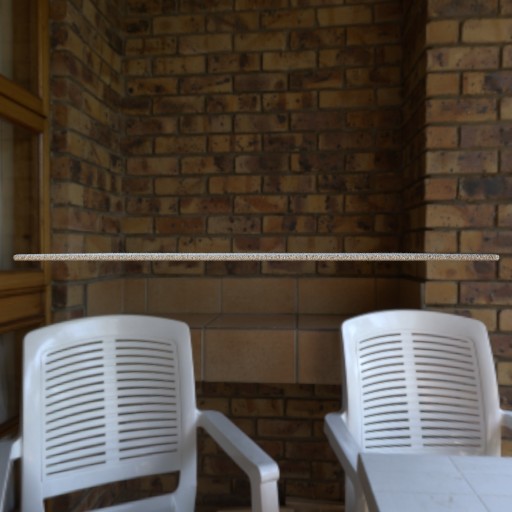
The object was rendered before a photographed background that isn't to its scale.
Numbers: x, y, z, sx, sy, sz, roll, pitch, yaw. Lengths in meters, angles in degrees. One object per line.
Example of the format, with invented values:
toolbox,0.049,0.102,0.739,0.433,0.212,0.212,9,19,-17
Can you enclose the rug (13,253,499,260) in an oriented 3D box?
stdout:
rug,0.000,0.000,2.969,2.438,0.030,1.524,0,1,-1
